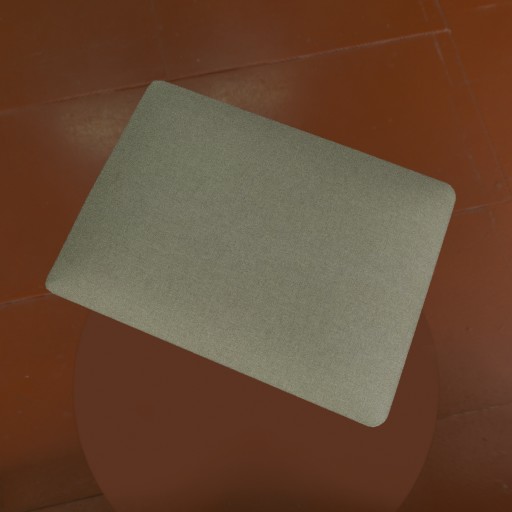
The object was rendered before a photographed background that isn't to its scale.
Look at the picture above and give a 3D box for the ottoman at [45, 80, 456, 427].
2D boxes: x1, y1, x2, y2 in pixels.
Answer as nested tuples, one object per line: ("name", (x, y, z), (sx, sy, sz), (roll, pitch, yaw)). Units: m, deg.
("ottoman", (0.000, 0.000, 1.248), (0.843, 0.504, 0.619), (21, 77, 5))
